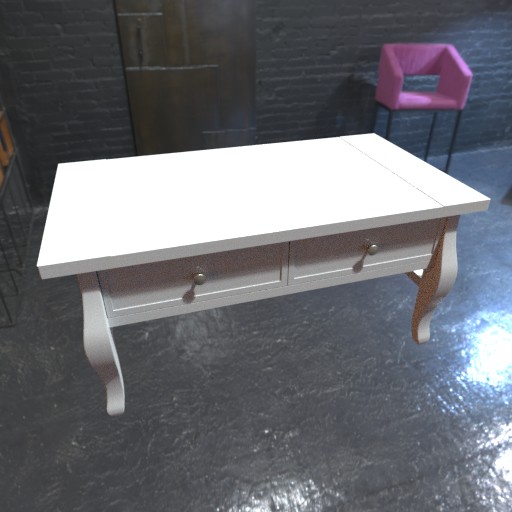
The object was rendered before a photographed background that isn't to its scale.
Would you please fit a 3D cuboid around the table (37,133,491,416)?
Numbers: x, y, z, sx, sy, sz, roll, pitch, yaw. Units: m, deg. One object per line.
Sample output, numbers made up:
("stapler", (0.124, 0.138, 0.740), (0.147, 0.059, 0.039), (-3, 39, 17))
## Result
("table", (0.000, 0.000, 1.355), (1.062, 0.495, 0.600), (-9, 33, -14))
